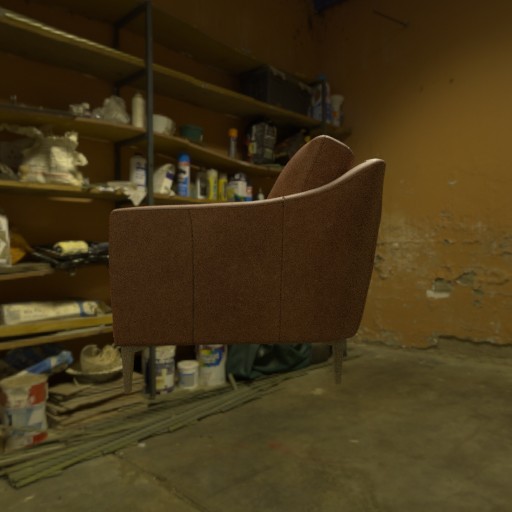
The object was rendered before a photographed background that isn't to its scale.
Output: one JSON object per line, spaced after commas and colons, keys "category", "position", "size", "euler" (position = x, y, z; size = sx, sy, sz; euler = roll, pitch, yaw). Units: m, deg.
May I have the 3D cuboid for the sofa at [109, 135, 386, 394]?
{"category": "sofa", "position": [0.000, 0.000, 2.217], "size": [0.960, 0.902, 1.619], "euler": [0, 0, 1]}
